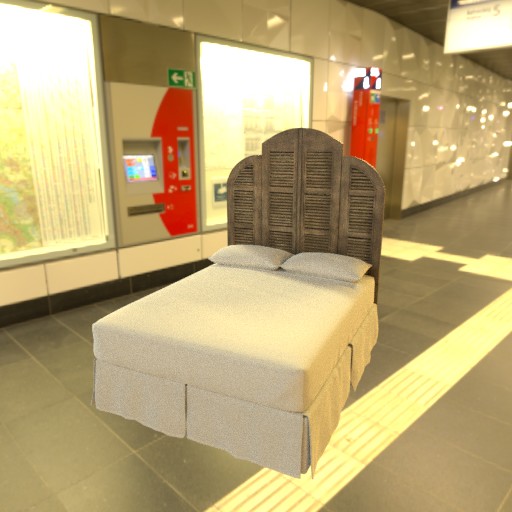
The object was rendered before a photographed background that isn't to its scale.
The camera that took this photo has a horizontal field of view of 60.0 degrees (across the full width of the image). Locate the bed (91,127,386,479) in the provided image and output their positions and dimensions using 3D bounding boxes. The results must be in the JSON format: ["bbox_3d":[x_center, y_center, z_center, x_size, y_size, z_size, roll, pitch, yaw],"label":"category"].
[{"bbox_3d":[0.000,0.000,3.541,1.713,2.019,2.138,7,16,25],"label":"bed"}]
